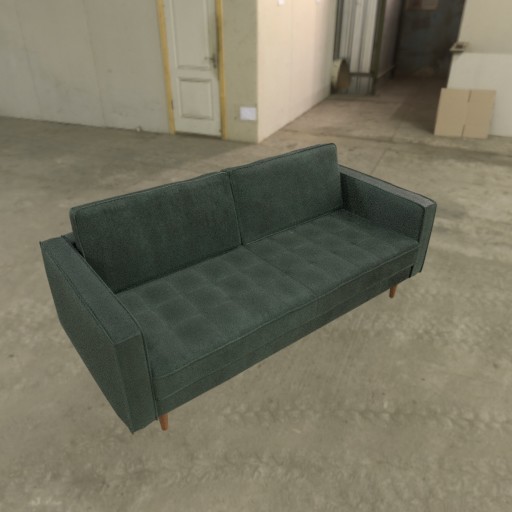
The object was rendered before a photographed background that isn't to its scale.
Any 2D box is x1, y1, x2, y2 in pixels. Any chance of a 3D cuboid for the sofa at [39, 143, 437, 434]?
[{"bbox_3d":[0.000,0.000,2.242,1.816,0.781,0.886,-22,37,-32],"label":"sofa"}]
